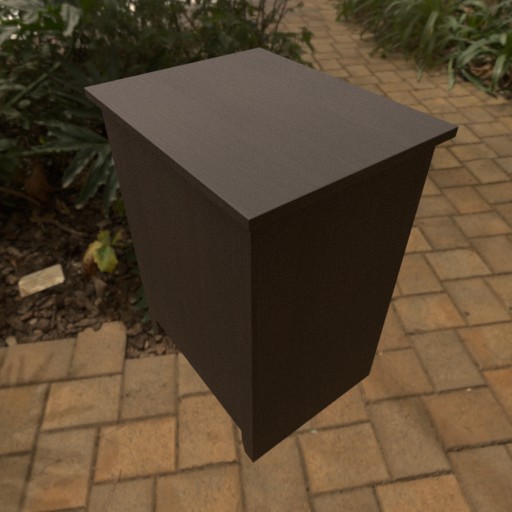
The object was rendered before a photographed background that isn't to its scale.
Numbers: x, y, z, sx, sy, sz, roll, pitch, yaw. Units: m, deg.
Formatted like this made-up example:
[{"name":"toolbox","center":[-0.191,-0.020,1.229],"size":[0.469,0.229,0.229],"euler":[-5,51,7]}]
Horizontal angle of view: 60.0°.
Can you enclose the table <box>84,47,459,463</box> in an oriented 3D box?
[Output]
[{"name":"table","center":[0.000,0.000,0.913],"size":[0.381,0.635,0.480],"euler":[-26,47,-27]}]
